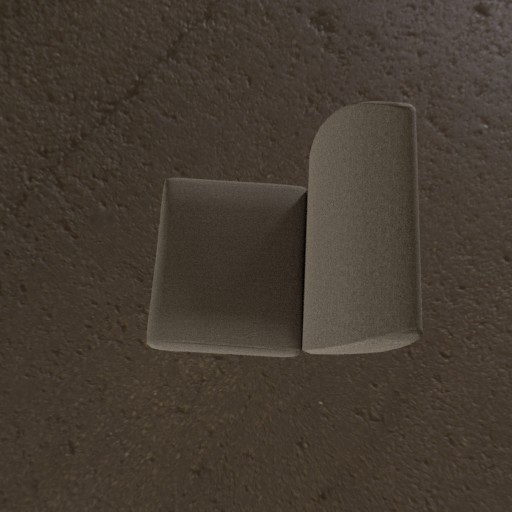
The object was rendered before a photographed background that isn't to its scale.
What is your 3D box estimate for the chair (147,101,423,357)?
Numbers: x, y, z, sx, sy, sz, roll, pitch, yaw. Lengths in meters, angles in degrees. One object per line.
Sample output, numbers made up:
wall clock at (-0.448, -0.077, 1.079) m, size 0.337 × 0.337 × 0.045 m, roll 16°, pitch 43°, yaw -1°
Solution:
chair at (0.000, 0.000, 1.175) m, size 0.592 × 0.804 × 0.513 m, roll 2°, pitch 76°, yaw 0°
